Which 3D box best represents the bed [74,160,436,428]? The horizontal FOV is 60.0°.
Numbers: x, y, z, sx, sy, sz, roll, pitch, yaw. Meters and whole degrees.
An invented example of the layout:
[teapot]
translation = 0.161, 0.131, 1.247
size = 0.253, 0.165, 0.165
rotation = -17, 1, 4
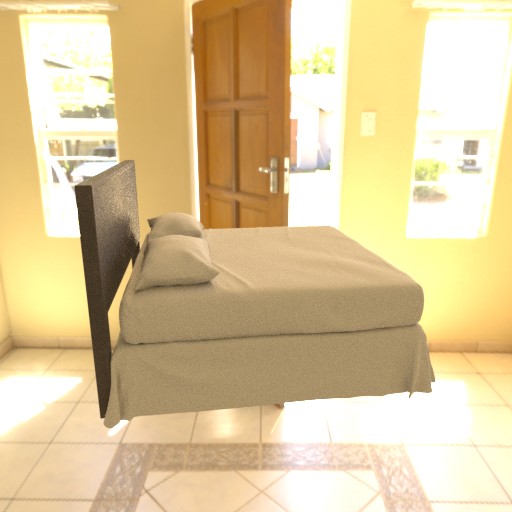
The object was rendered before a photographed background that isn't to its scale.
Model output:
[bed]
translation = 0.000, 0.000, 2.902
size = 1.785, 1.142, 1.772
rotation = -2, 16, -8
